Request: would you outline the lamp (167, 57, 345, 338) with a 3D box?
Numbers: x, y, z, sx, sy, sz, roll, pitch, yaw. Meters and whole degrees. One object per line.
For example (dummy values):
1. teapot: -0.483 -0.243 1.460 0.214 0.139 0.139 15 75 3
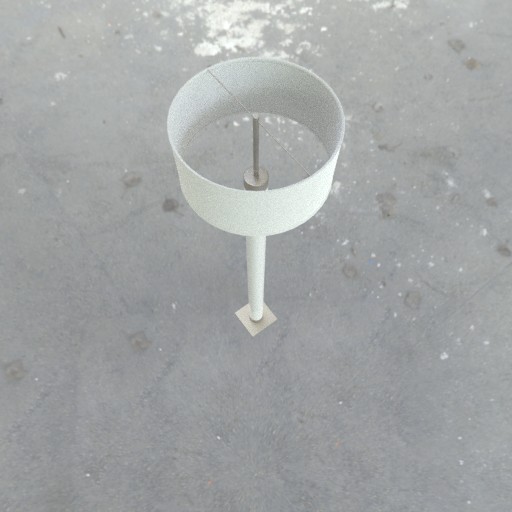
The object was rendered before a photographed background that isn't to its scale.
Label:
1. lamp: 0.000 0.000 1.695 0.420 1.475 0.420 -34 68 -15
